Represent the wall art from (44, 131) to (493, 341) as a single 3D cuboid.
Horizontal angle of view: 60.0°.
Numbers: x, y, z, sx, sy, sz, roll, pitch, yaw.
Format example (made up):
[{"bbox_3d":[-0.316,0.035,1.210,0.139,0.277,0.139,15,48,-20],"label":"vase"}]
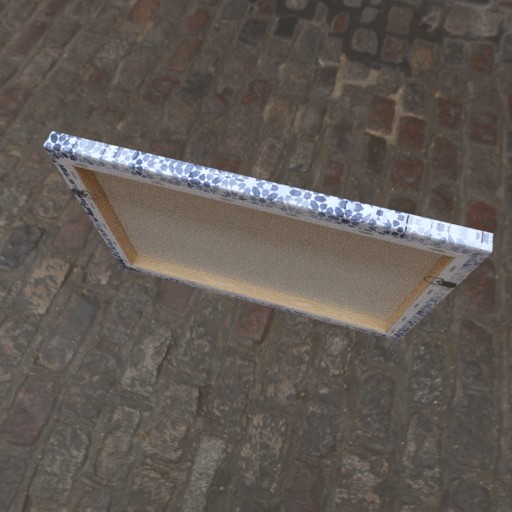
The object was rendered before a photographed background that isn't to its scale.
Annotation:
[{"bbox_3d":[0.000,0.000,0.764,0.608,0.406,0.030,14,65,7],"label":"wall art"}]
